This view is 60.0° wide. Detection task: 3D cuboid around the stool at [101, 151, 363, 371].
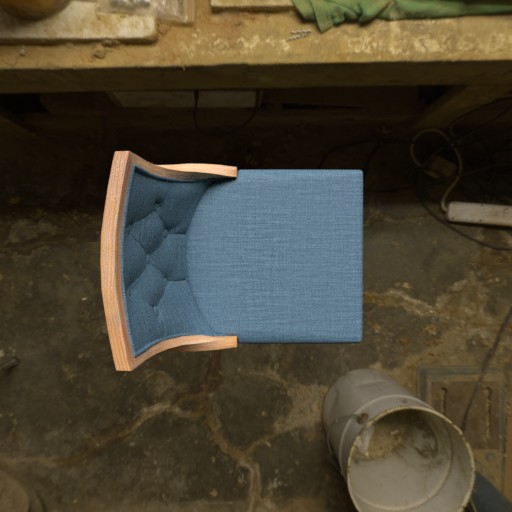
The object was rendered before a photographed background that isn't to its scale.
[{"bbox_3d":[0.000,0.000,1.426,0.626,1.101,0.524,0,91,-1],"label":"stool"}]
